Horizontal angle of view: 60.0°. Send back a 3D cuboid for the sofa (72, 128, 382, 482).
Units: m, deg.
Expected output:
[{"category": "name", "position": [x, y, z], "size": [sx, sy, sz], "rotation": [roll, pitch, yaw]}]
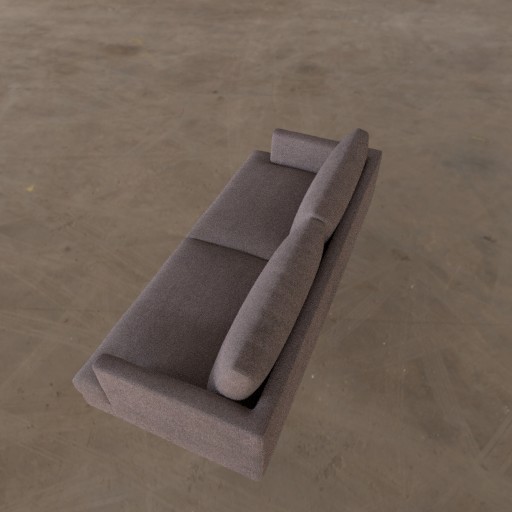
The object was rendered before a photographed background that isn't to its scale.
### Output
[{"category": "sofa", "position": [0.000, 0.000, 2.729], "size": [1.020, 0.868, 2.250], "rotation": [17, 48, 16]}]
